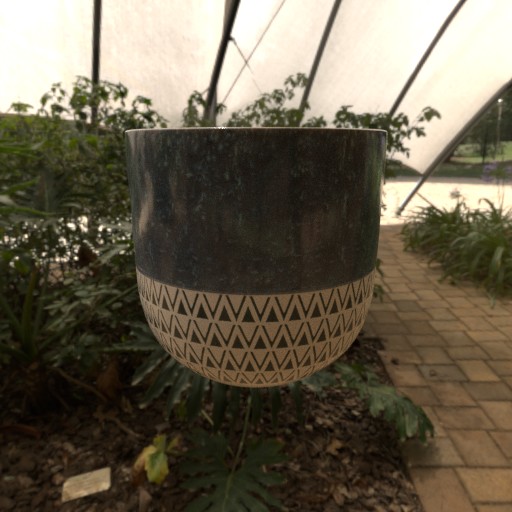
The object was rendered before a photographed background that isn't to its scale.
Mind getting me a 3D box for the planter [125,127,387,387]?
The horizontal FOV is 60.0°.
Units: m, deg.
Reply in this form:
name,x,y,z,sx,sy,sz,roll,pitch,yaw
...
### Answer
name,x,y,z,sx,sy,sz,roll,pitch,yaw
planter,0.000,0.000,0.499,0.266,0.270,0.266,0,14,0
